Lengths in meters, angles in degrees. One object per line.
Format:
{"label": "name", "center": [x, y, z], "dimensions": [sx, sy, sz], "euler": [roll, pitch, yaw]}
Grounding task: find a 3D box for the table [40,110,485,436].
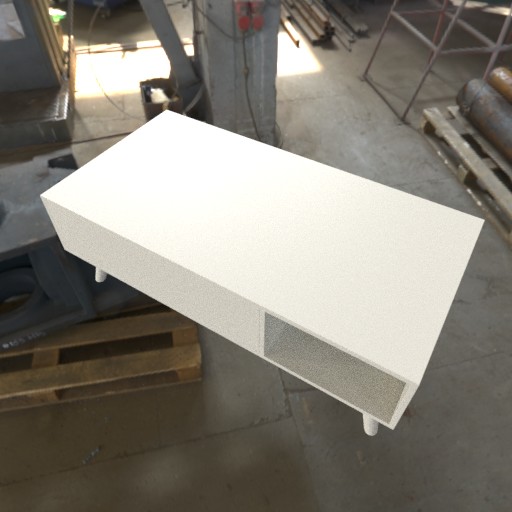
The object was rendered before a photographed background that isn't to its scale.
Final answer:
{"label": "table", "center": [0.000, 0.000, 1.488], "dimensions": [1.194, 0.432, 0.609], "euler": [24, 52, 21]}
